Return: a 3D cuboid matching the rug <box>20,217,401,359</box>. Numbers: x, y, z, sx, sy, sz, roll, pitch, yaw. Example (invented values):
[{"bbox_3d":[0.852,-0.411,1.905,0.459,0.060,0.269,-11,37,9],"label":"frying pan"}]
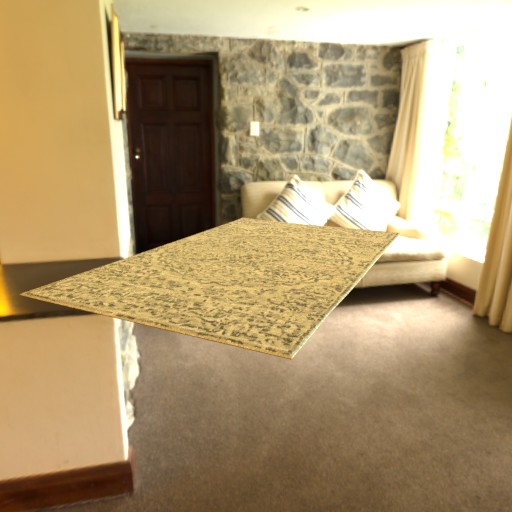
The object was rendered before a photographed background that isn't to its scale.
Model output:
[{"bbox_3d":[0.000,0.000,3.031,1.527,0.021,2.447,8,17,26],"label":"rug"}]
